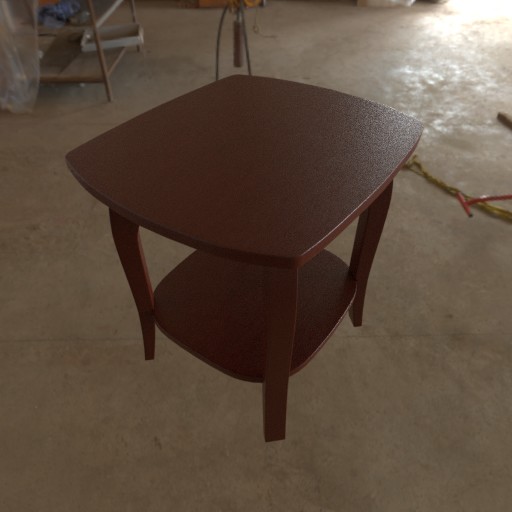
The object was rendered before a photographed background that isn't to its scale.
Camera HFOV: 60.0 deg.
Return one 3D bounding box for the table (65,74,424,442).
[{"bbox_3d":[0.000,0.000,0.863,0.433,0.496,0.502,25,47,26],"label":"table"}]
